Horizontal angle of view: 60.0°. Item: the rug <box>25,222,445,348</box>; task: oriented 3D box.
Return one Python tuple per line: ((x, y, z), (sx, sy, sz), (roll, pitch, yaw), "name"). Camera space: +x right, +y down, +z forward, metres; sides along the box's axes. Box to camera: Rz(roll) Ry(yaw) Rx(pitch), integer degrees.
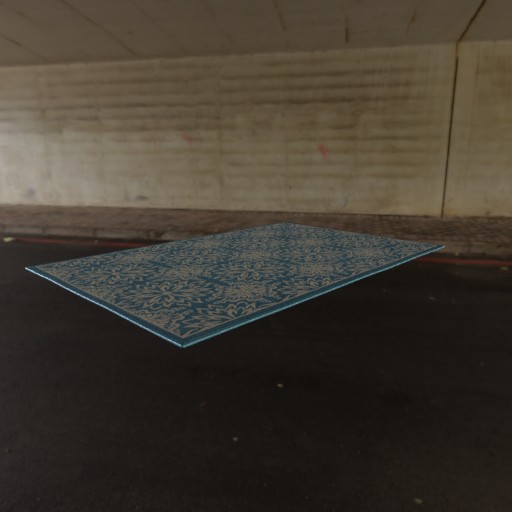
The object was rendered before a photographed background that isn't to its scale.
((0.000, 0.000, 2.286), (1.211, 0.012, 1.833), (13, 19, 43), "rug")
